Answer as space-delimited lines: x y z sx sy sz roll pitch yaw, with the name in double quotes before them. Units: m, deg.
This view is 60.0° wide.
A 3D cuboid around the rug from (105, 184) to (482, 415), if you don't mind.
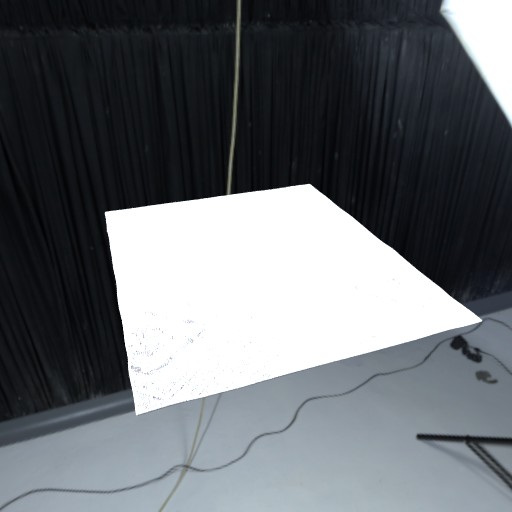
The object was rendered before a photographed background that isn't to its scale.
"rug" 0.000 0.000 0.893 0.548 0.006 0.639 -10 32 -17
